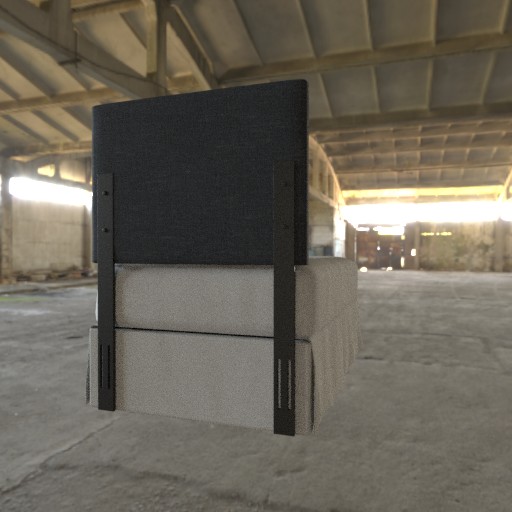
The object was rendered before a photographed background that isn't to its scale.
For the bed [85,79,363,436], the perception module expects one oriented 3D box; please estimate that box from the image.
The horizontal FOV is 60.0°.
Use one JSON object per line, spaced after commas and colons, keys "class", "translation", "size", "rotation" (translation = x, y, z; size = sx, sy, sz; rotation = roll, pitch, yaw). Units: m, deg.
{"class": "bed", "translation": [0.000, 0.000, 3.034], "size": [1.261, 1.571, 1.997], "rotation": [0, 1, 19]}
